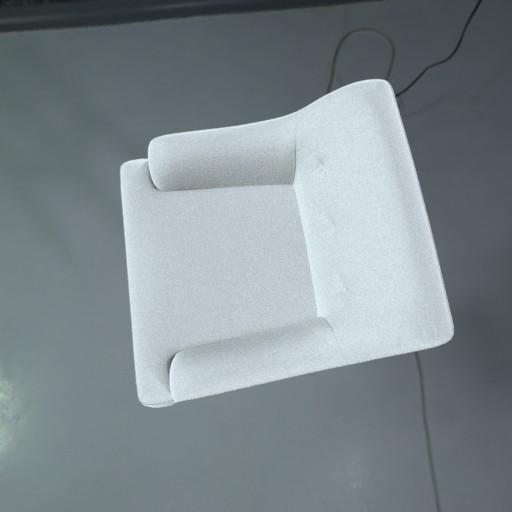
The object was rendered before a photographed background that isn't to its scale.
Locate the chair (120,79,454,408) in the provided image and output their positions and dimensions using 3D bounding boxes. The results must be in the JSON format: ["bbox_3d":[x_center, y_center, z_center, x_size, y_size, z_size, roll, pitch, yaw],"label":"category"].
[{"bbox_3d":[0.000,0.000,1.608,0.951,0.818,0.946,-8,76,-2],"label":"chair"}]
